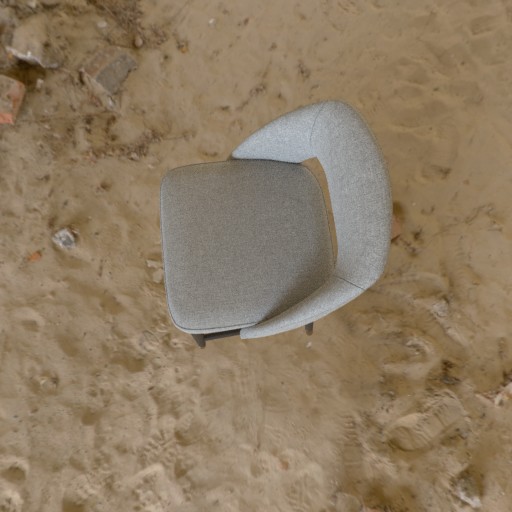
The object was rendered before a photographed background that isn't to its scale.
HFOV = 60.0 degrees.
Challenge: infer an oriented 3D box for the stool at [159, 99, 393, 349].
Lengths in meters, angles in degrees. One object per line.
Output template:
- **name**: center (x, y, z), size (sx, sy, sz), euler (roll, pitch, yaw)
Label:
- **stool**: center (0.000, 0.000, 1.323), size (0.509, 1.037, 0.494), euler (-7, 76, -2)
